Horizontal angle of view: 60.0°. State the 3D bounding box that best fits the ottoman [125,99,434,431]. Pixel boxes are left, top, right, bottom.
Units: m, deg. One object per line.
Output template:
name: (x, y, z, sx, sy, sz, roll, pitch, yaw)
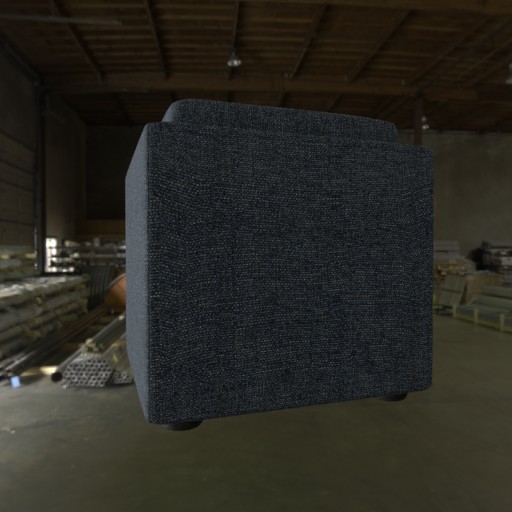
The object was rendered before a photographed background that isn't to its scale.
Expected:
ottoman: (0.000, 0.000, 0.833, 0.450, 0.460, 0.450, 0, 1, -19)
